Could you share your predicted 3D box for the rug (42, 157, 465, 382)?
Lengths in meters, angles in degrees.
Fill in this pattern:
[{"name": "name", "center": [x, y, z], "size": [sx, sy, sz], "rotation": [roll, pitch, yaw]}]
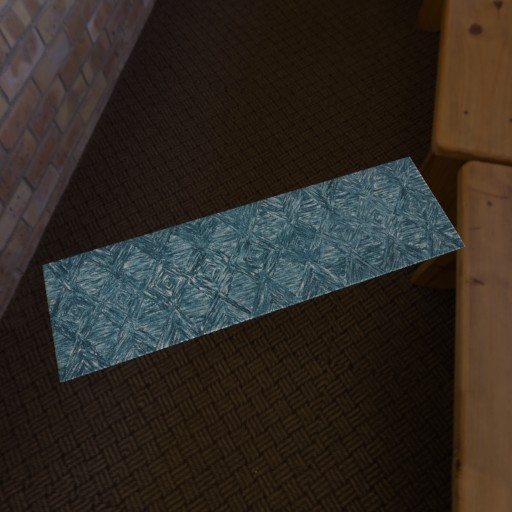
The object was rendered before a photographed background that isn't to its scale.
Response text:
[{"name": "rug", "center": [0.000, 0.000, 2.496], "size": [2.286, 0.016, 0.676], "rotation": [-17, 65, -8]}]
